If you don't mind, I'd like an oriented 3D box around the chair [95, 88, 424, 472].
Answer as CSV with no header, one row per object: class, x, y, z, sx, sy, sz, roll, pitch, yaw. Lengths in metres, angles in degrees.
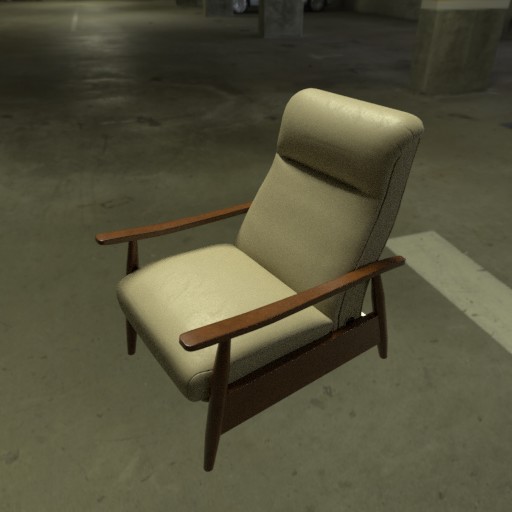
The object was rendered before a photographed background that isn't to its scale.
chair,0.000,0.000,1.761,1.014,1.082,0.762,-21,38,-30
